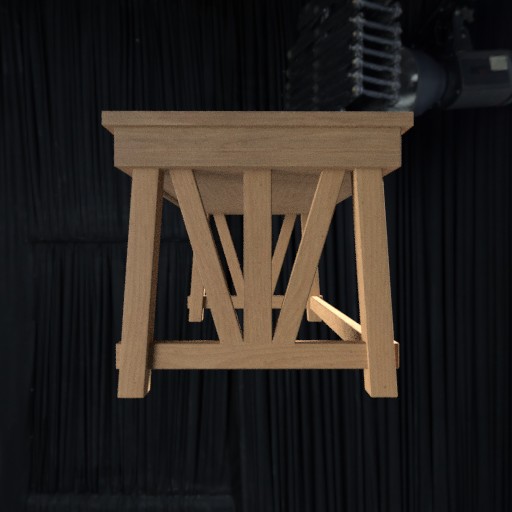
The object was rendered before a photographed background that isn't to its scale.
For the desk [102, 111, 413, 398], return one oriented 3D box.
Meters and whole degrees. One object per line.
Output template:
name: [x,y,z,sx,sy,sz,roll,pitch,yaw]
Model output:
desk: [0.000,0.000,1.907,0.813,0.762,1.499,0,0,0]
